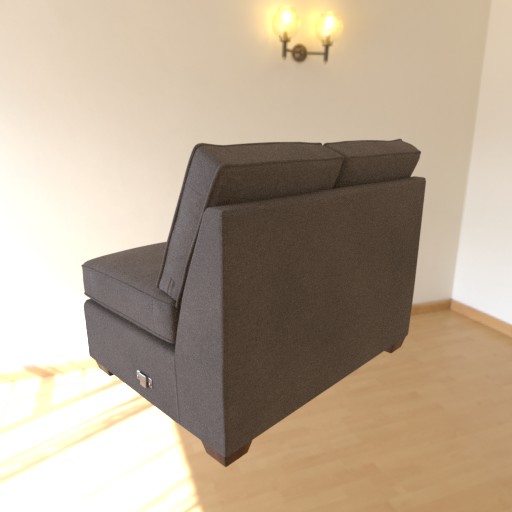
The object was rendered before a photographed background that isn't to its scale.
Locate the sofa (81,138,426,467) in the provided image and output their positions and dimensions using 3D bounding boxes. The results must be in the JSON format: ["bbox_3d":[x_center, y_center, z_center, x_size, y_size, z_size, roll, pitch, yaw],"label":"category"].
[{"bbox_3d":[0.000,0.000,1.975,0.951,1.008,1.237,15,22,42],"label":"sofa"}]
